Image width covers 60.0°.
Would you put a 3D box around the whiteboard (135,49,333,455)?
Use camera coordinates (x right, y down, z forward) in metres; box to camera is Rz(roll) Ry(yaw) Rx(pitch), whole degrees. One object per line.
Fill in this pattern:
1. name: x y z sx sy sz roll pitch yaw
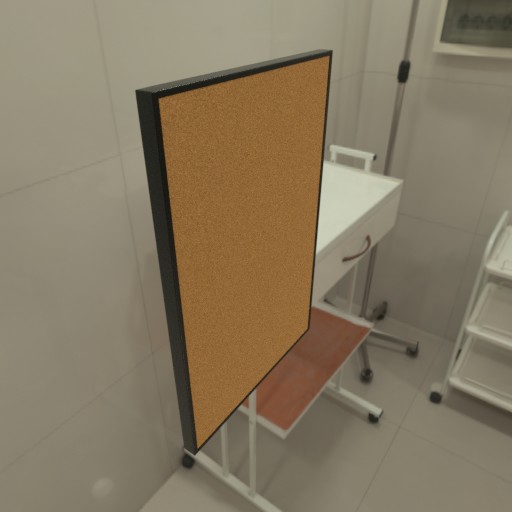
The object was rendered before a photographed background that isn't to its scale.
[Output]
1. whiteboard: 0.000 0.000 0.763 0.026 0.611 0.406 20 37 29
